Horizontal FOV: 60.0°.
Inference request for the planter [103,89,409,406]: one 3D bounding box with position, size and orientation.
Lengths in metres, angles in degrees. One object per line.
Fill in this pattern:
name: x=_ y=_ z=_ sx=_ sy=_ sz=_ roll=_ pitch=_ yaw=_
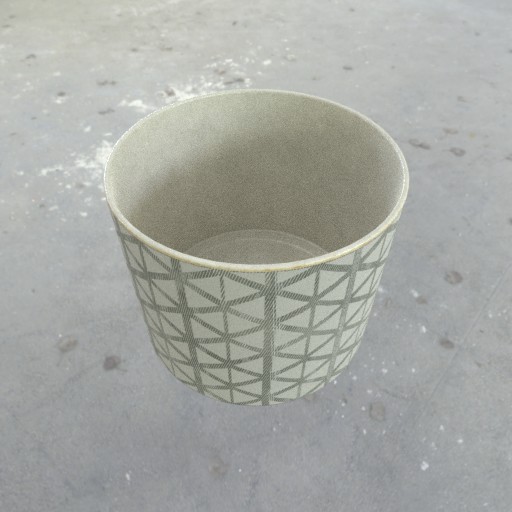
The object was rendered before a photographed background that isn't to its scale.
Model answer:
planter: x=0.000 y=0.000 z=0.457 sx=0.250 sy=0.239 sz=0.250 roll=0 pitch=46 yaw=0
